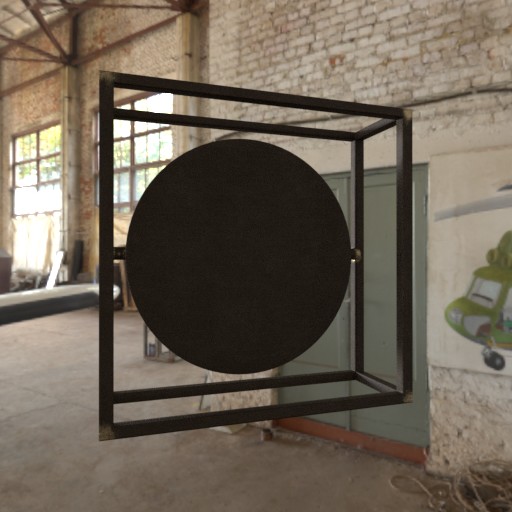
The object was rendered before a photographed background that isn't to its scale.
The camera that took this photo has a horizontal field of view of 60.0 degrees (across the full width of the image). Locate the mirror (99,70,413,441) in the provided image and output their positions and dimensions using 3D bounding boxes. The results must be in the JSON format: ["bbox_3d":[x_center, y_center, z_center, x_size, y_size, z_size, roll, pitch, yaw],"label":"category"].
[{"bbox_3d":[0.000,0.000,0.460,0.306,0.303,0.107,0,0,-18],"label":"mirror"}]
